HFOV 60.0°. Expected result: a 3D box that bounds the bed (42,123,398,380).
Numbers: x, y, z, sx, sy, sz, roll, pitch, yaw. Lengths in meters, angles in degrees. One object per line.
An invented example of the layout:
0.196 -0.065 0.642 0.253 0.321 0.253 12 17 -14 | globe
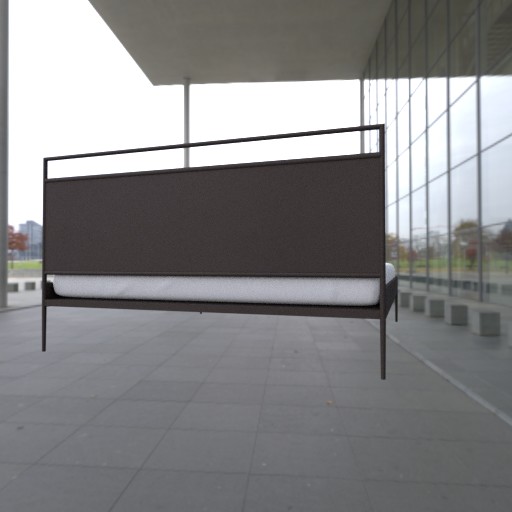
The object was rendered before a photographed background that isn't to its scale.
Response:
0.000 0.000 3.360 1.993 1.173 2.151 0 -1 19 | bed
